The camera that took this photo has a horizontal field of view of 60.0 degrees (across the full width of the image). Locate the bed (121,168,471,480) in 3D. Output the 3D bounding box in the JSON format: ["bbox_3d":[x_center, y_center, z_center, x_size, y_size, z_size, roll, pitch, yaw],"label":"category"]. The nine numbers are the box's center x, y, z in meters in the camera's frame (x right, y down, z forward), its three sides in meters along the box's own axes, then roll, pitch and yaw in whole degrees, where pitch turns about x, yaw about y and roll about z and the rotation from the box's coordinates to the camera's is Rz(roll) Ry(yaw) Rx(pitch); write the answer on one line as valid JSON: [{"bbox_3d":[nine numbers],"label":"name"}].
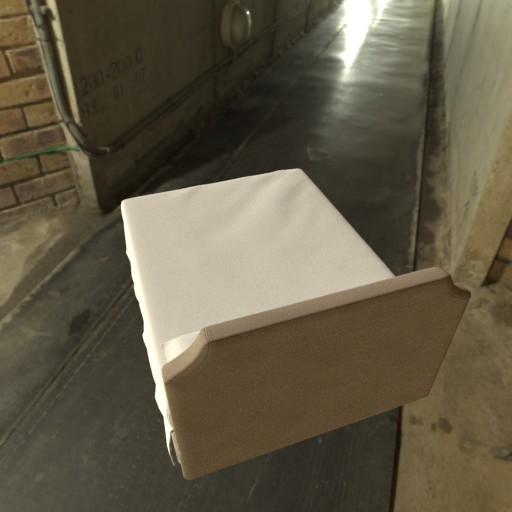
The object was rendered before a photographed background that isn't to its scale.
[{"bbox_3d":[0.000,0.000,3.519,1.977,1.293,2.498,-13,42,-15],"label":"bed"}]
